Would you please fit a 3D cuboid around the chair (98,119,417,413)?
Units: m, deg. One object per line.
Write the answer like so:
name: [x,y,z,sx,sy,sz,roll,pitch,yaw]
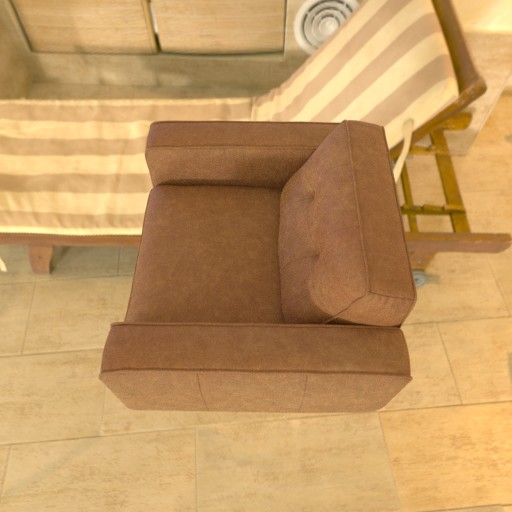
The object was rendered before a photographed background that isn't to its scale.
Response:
chair: [0.000,0.000,1.728,0.952,0.782,1.118,1,58,1]
